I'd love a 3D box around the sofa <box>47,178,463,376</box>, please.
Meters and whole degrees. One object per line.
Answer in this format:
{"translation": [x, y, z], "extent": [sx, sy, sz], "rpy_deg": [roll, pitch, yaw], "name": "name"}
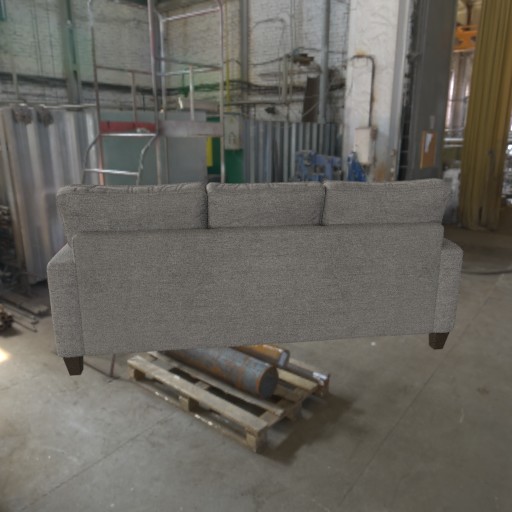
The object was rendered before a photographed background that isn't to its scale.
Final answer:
{"translation": [0.000, 0.000, 2.693], "extent": [2.158, 0.965, 0.951], "rpy_deg": [-2, 15, -8], "name": "sofa"}
